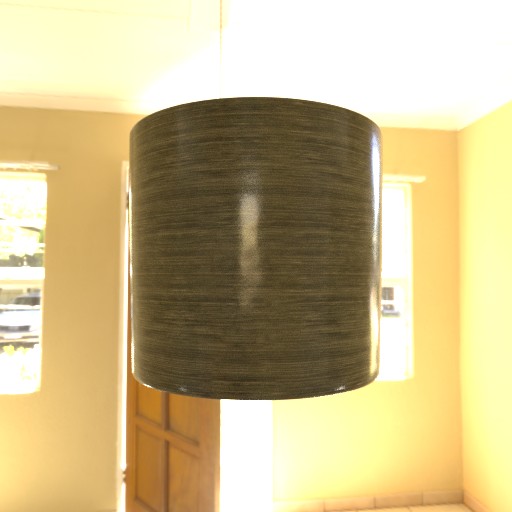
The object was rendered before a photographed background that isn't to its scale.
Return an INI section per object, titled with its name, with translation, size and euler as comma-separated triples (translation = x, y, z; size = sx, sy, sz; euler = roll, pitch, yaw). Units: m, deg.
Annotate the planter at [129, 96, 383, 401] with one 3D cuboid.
[planter]
translation = 0.000, 0.000, 0.399
size = 0.221, 0.201, 0.221
euler = 0, -3, 0
